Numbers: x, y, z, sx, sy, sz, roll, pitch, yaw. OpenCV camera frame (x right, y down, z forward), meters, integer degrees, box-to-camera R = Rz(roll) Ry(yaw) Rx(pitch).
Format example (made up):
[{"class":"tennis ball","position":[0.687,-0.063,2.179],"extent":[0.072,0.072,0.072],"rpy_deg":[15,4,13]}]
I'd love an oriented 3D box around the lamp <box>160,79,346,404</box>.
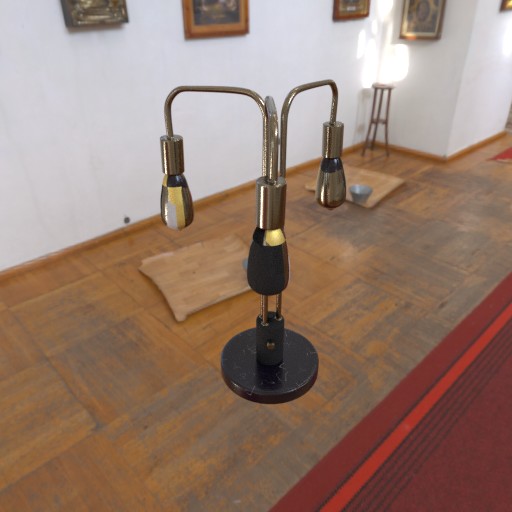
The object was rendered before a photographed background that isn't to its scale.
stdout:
[{"class":"lamp","position":[0.000,0.000,0.792],"extent":[0.355,0.560,0.368],"rpy_deg":[1,30,1]}]
